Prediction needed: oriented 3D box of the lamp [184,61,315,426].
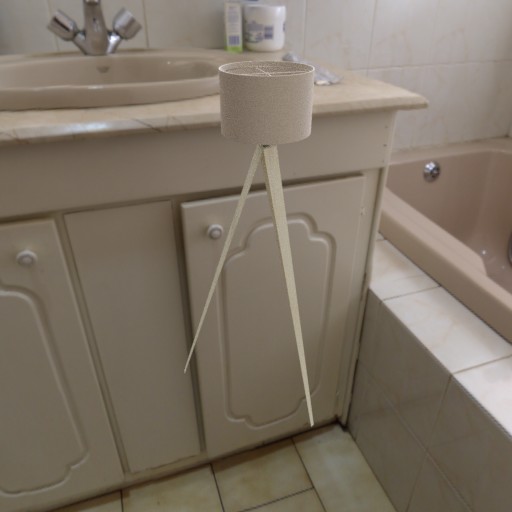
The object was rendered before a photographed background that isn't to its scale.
[{"bbox_3d":[0.000,0.000,1.953,0.716,1.524,0.724,-9,33,-14],"label":"lamp"}]
